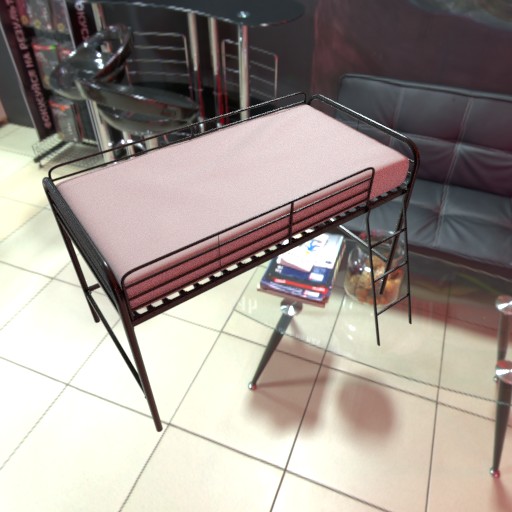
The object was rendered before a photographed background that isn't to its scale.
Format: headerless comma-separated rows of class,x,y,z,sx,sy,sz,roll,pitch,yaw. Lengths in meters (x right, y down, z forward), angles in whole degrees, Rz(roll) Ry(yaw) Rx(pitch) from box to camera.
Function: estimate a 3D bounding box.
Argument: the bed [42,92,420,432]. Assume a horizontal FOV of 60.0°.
bed,0.000,0.000,2.864,1.968,1.289,1.393,-26,48,-25
